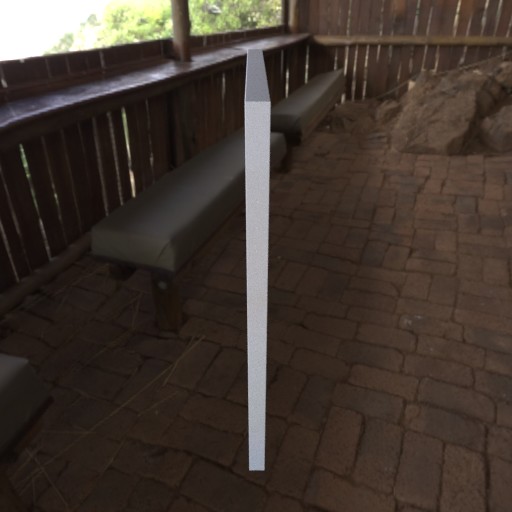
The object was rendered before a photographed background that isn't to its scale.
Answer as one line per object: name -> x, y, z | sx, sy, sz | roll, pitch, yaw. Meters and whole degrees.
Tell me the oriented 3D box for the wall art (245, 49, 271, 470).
wall art -> 0.000, 0.000, 1.158 | 0.039, 0.915, 0.612 | 0, 32, 0
